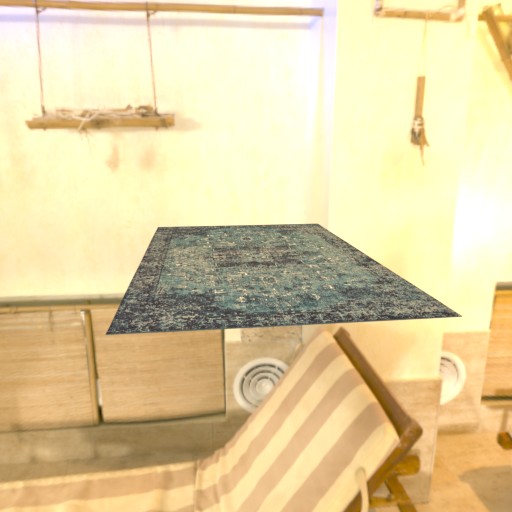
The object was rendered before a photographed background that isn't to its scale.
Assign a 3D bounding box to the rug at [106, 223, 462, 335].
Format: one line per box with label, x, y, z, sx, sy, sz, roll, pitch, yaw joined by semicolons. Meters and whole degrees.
rug;0.000;0.000;3.030;1.525;0.007;2.440;-2;14;-7
